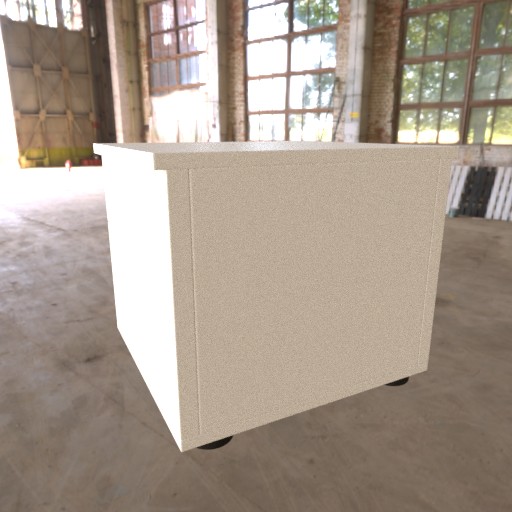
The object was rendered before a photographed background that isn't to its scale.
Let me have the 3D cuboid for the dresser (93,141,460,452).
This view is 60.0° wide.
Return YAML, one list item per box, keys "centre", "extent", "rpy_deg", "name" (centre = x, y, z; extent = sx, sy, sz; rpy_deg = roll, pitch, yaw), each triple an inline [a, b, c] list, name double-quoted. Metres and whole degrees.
- centre: [0.000, 0.000, 0.738]
  extent: [0.430, 0.360, 0.400]
  rpy_deg: [-8, 18, -26]
  name: "dresser"
